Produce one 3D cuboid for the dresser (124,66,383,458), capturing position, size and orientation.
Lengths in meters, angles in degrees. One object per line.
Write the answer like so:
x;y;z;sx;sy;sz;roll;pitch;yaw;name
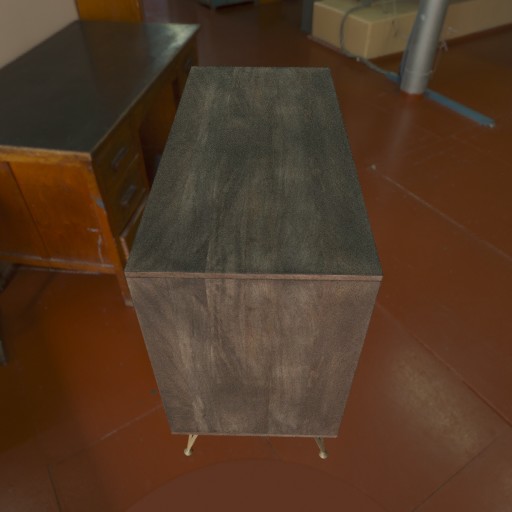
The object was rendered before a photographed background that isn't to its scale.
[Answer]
0.000;0.000;1.368;0.453;0.801;0.923;1;44;1;dresser
